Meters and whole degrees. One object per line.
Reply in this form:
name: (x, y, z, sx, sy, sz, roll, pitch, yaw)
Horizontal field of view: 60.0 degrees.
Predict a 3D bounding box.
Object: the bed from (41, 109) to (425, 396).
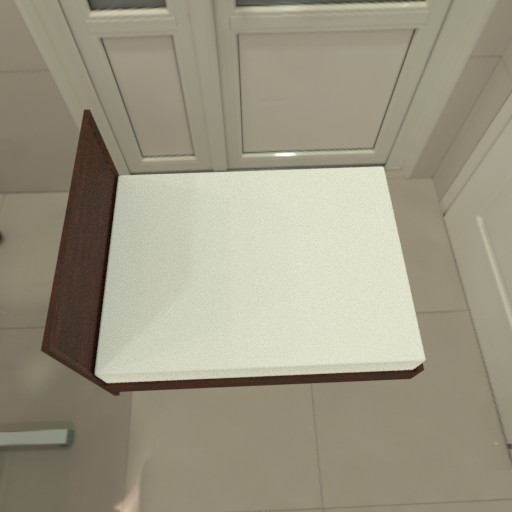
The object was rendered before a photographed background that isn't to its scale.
bed: (0.000, 0.000, 3.126, 2.184, 1.270, 1.600, -2, 63, -1)
